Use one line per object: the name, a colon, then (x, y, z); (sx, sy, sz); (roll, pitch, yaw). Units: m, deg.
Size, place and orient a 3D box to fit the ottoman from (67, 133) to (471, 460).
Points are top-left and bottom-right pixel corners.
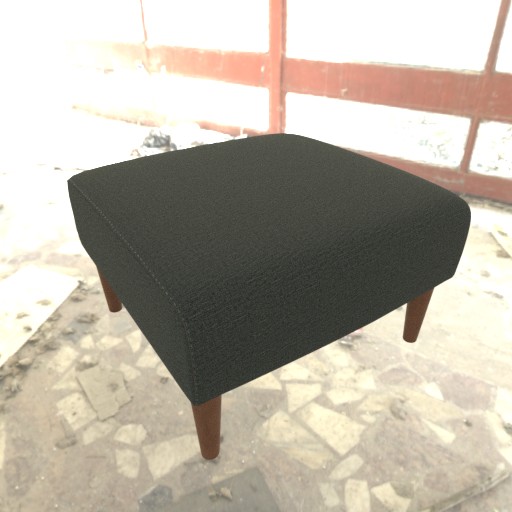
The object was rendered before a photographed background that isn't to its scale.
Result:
ottoman: (0.000, 0.000, 1.027); (0.650, 0.398, 0.649); (-19, 36, -29)
